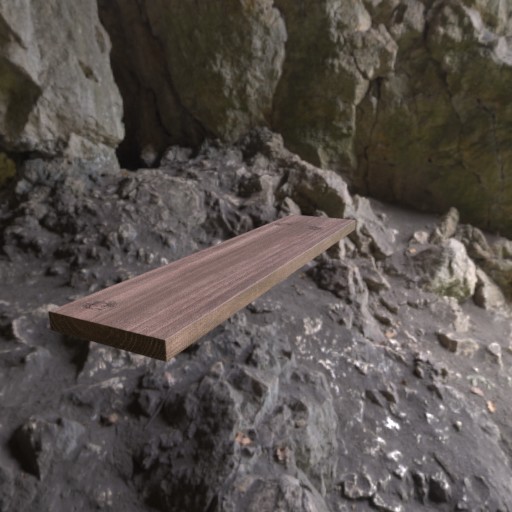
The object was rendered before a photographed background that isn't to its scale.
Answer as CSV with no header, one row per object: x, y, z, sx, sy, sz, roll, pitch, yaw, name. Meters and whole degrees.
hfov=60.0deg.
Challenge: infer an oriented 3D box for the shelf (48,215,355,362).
0.000,0.000,0.661,0.140,0.020,0.610,8,17,26,shelf
